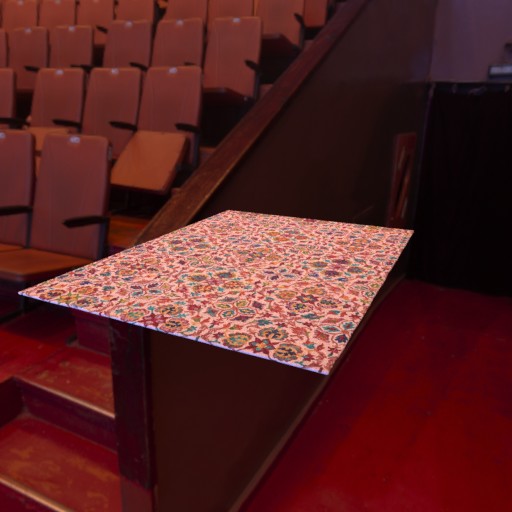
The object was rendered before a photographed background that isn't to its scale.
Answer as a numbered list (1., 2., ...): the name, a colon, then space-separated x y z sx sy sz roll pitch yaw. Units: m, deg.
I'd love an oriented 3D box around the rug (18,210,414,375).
1. rug: 0.000 0.000 4.214 2.446 0.020 3.215 9 20 25
